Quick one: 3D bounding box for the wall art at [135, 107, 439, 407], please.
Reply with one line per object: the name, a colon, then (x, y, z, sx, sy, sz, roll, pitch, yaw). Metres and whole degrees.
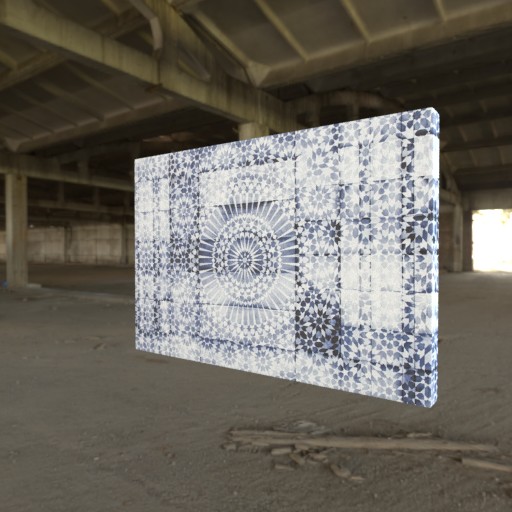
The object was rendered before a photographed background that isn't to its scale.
wall art: (0.000, 0.000, 1.180, 0.911, 0.608, 0.057, 1, 1, 35)
